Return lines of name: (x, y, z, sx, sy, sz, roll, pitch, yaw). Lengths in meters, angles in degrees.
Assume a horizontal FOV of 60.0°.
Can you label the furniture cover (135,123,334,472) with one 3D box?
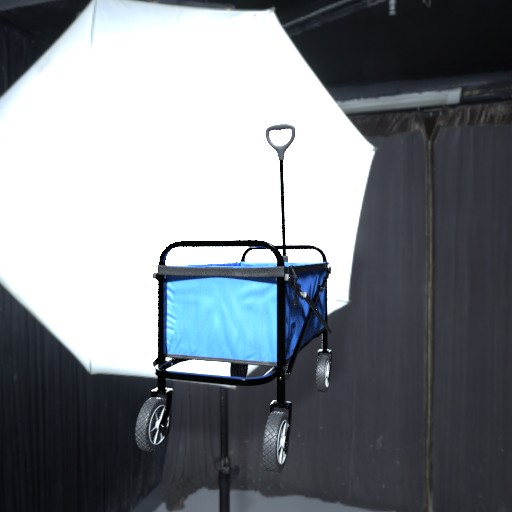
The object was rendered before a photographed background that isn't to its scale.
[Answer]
furniture cover: (0.000, 0.000, 1.829, 0.532, 1.295, 1.038, 0, 0, 19)
